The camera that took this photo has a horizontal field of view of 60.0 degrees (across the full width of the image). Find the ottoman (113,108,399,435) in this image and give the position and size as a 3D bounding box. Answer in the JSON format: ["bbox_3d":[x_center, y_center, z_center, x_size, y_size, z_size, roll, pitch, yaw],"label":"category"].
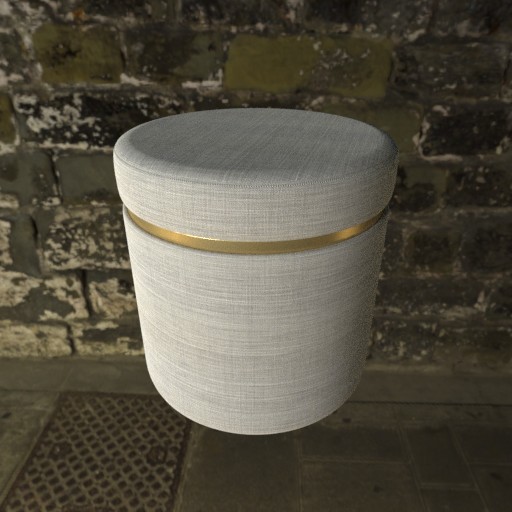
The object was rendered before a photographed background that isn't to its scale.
[{"bbox_3d":[0.000,0.000,0.731,0.400,0.406,0.400,0,29,0],"label":"ottoman"}]
